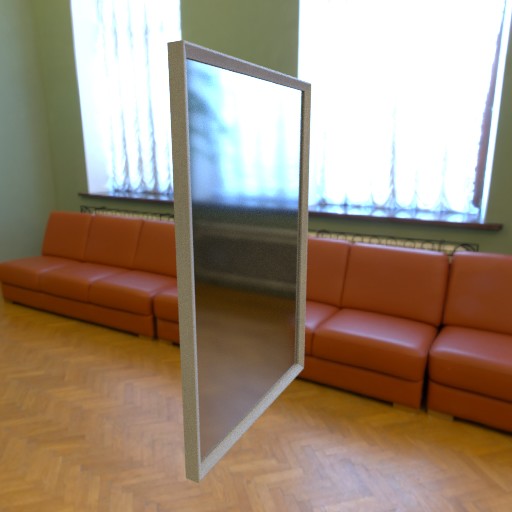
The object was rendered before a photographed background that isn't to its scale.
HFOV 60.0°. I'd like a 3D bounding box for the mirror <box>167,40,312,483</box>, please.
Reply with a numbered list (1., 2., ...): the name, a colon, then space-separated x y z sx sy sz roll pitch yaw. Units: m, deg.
1. mirror: 0.000 0.000 1.154 0.041 0.915 0.609 7 15 28
